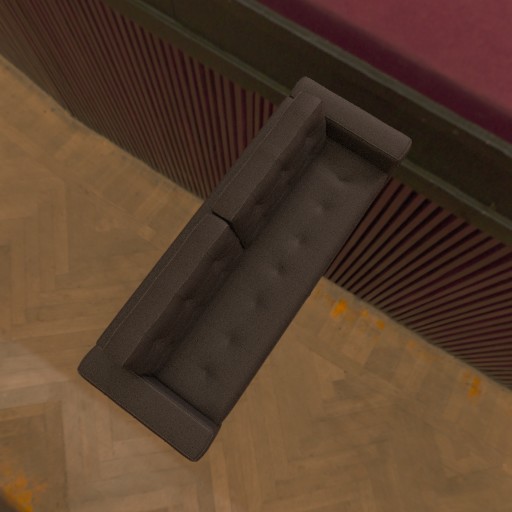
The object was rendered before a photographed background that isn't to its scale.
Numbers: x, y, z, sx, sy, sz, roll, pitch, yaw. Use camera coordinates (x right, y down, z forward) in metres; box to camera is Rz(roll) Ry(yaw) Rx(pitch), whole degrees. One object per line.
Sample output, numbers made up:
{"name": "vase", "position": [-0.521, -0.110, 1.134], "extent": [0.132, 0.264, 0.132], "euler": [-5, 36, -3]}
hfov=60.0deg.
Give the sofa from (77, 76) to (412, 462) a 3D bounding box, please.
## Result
{"name": "sofa", "position": [0.000, 0.000, 2.735], "extent": [0.833, 0.893, 2.275], "euler": [34, 78, 8]}
